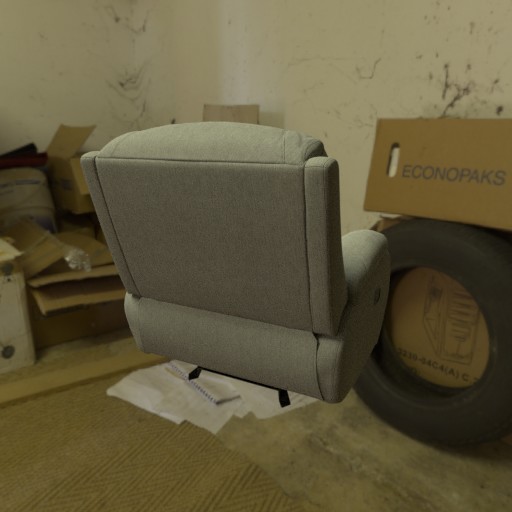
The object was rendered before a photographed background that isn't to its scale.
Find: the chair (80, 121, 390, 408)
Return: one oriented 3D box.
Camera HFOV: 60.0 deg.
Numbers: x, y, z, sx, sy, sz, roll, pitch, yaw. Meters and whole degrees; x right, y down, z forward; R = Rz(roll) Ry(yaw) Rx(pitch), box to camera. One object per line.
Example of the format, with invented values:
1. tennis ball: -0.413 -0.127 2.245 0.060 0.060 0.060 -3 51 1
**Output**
1. chair: 0.000 0.000 1.763 0.930 1.011 0.899 8 17 26
